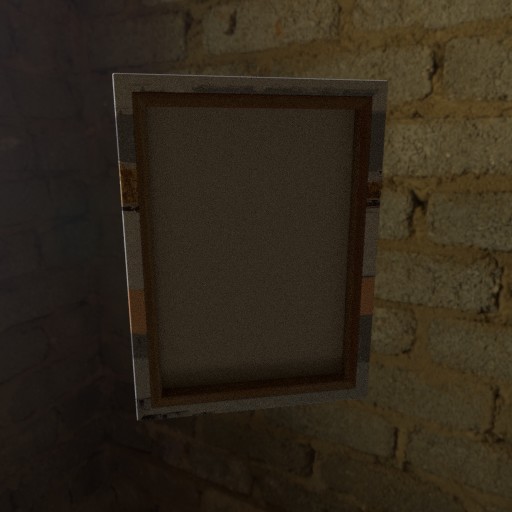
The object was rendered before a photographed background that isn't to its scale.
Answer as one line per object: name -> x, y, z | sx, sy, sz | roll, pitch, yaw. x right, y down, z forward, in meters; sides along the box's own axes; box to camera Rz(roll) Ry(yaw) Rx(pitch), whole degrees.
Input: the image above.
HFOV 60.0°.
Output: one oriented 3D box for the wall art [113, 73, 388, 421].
wall art -> 0.000, 0.000, 0.811 | 0.456, 0.609, 0.038 | -2, 14, -10
